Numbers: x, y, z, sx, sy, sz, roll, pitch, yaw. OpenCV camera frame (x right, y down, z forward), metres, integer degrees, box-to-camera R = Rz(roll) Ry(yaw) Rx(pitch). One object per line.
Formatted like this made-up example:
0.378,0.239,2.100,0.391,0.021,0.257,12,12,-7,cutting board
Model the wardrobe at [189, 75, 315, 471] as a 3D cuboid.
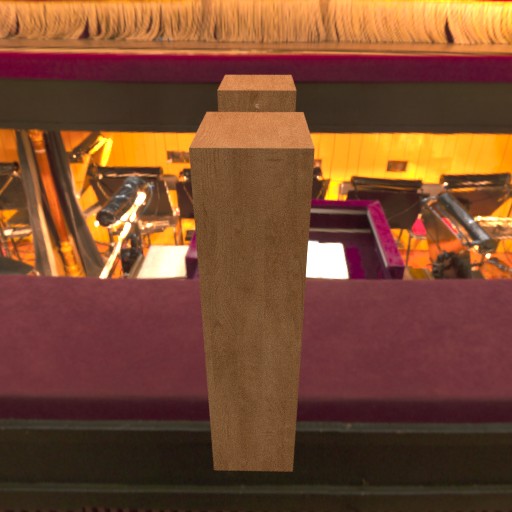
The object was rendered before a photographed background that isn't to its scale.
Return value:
0.000,0.000,2.957,0.480,2.000,1.770,1,31,1,wardrobe
